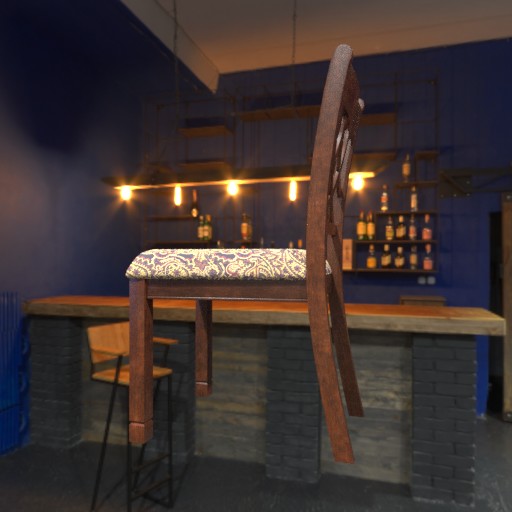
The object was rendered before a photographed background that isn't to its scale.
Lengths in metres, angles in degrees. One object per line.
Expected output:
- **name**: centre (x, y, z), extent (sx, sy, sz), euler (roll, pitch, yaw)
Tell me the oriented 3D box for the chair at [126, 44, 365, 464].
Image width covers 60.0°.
- **chair**: centre (0.000, 0.000, 1.278), extent (0.584, 0.965, 0.457), euler (0, 0, 18)
